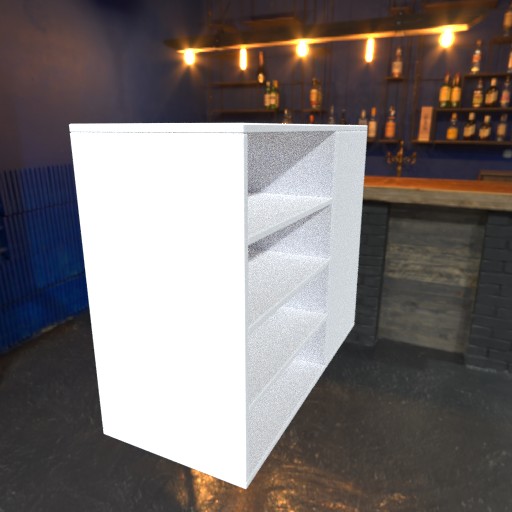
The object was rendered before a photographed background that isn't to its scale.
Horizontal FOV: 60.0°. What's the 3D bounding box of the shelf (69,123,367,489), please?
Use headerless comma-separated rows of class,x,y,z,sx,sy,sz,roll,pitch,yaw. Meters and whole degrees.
shelf,0.000,0.000,1.291,0.396,0.732,0.895,8,18,25
